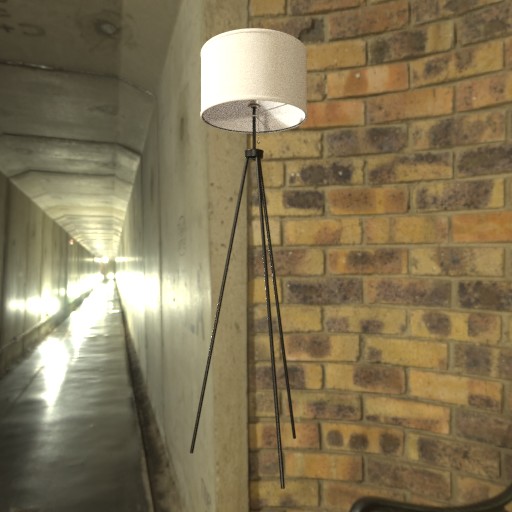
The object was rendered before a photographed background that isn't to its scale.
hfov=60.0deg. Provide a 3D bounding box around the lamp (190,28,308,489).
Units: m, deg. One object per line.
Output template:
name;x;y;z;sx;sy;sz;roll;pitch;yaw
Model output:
lamp;0.000;0.000;1.728;0.448;1.545;0.458;0;0;34
